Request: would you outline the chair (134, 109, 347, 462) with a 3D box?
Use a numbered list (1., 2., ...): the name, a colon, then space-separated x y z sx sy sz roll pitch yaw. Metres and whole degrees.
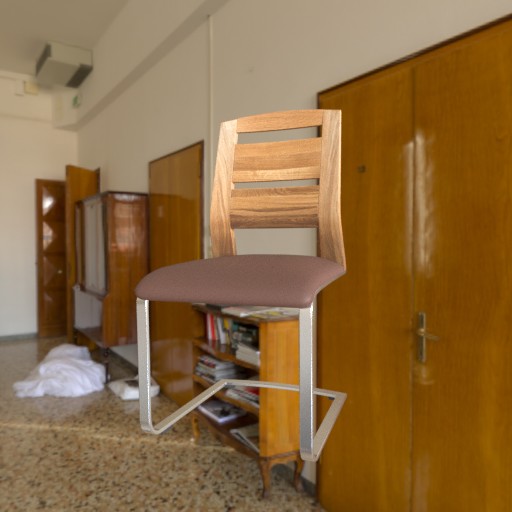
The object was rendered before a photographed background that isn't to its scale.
1. chair: 0.000 0.000 1.298 0.460 0.970 0.570 1 2 20
